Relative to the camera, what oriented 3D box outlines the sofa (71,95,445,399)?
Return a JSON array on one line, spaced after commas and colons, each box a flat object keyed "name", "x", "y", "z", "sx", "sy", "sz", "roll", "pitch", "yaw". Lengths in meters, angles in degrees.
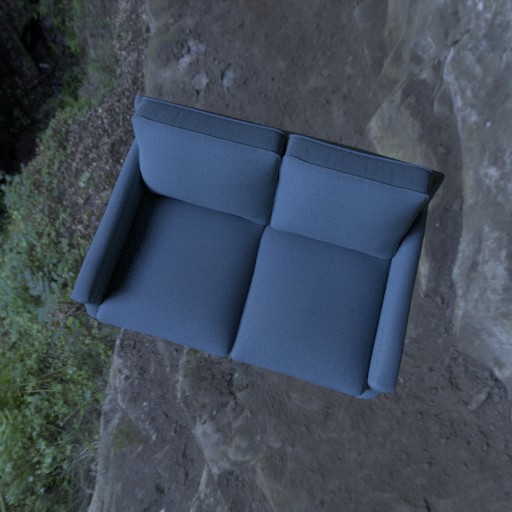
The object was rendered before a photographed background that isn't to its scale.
[{"name": "sofa", "x": 0.000, "y": 0.000, "z": 2.295, "sx": 1.597, "sy": 1.003, "sz": 1.084, "roll": 16, "pitch": 77, "yaw": 4}]
